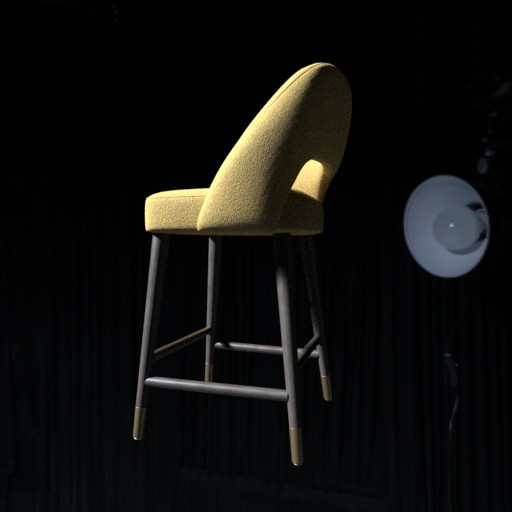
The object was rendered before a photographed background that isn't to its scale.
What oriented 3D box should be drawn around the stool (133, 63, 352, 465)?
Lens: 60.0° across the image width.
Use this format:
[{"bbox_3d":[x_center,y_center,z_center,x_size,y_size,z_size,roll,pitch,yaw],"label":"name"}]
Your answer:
[{"bbox_3d":[0.000,0.000,1.261,0.522,0.939,0.536,1,2,18],"label":"stool"}]
